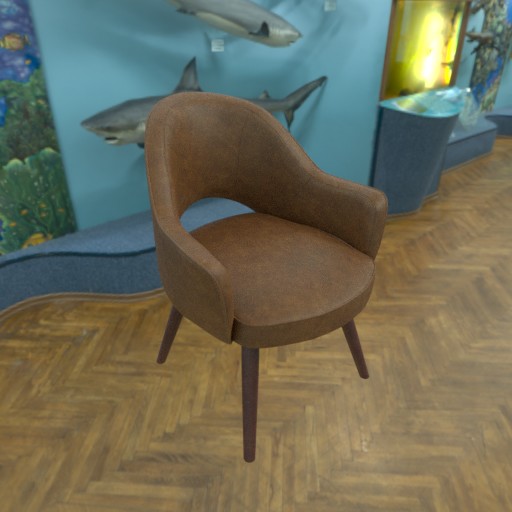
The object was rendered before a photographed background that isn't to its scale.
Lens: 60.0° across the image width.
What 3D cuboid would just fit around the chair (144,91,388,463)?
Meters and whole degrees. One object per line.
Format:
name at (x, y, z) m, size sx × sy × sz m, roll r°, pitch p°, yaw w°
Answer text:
chair at (0.000, 0.000, 1.214) m, size 0.591 × 0.777 × 0.640 m, roll -22°, pitch 36°, yaw -34°
